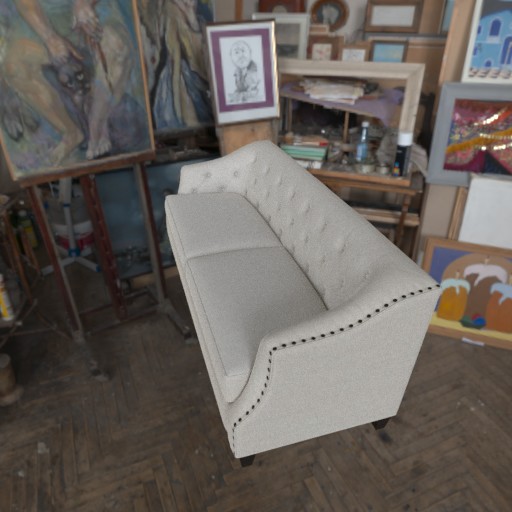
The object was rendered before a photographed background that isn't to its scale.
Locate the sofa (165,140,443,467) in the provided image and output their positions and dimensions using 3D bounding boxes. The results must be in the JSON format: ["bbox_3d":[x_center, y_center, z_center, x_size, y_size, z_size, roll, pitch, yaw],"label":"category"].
[{"bbox_3d":[0.000,0.000,2.797,0.914,0.901,2.235,-9,32,-15],"label":"sofa"}]
